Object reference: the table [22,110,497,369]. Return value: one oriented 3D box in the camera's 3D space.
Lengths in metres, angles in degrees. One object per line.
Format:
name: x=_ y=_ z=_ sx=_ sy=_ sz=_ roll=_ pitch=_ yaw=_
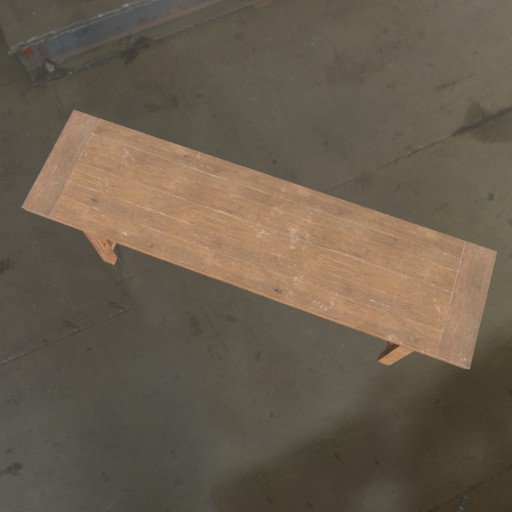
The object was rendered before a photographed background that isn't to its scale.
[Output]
table: x=0.000 y=0.000 z=2.115 sx=1.800 sy=0.810 sz=0.465 roll=19 pitch=76 yaw=5
